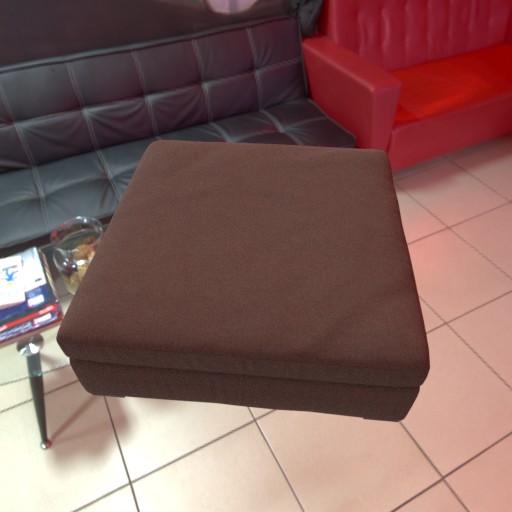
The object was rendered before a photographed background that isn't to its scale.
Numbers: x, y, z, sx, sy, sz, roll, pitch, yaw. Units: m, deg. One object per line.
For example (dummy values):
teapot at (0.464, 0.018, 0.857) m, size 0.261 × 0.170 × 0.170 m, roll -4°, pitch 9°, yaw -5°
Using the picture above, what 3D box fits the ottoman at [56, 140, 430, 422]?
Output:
ottoman at (0.000, 0.000, 1.853) m, size 1.181 × 0.470 × 1.181 m, roll 4°, pitch 46°, yaw 4°
